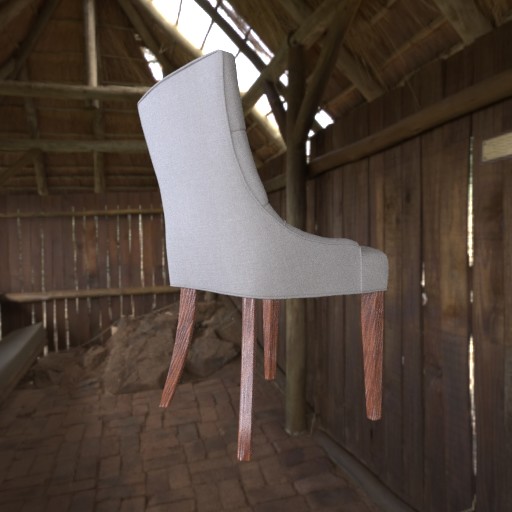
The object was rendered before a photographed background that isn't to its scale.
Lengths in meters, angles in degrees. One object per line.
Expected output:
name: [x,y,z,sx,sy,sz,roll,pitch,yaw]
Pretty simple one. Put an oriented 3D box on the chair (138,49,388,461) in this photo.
chair: [0.000,0.000,1.229,0.565,0.874,0.509,-1,1,-37]
